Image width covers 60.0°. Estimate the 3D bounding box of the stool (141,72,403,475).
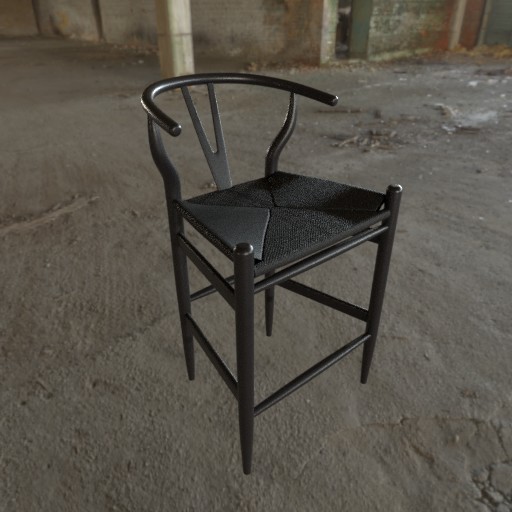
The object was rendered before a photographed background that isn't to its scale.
[{"bbox_3d":[0.000,0.000,1.336,0.569,0.970,0.579,-23,37,-35],"label":"stool"}]
